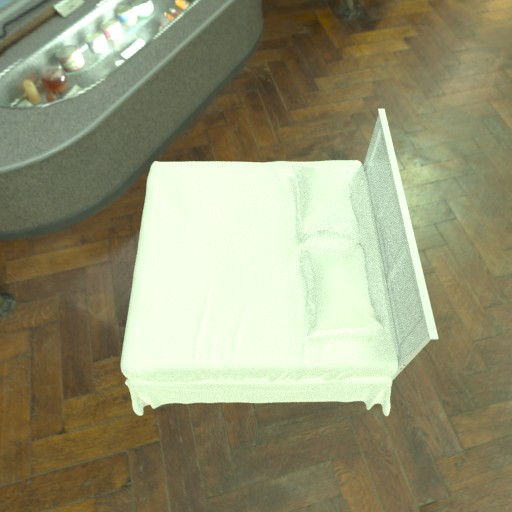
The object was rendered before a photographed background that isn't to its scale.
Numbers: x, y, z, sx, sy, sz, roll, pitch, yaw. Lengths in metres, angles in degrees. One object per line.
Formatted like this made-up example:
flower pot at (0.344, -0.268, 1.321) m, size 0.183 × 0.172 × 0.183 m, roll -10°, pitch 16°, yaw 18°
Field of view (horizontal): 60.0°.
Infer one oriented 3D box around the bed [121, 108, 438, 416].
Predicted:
bed at (0.000, 0.000, 3.664) m, size 2.215 × 1.273 × 2.317 m, roll 0°, pitch 59°, yaw 0°
